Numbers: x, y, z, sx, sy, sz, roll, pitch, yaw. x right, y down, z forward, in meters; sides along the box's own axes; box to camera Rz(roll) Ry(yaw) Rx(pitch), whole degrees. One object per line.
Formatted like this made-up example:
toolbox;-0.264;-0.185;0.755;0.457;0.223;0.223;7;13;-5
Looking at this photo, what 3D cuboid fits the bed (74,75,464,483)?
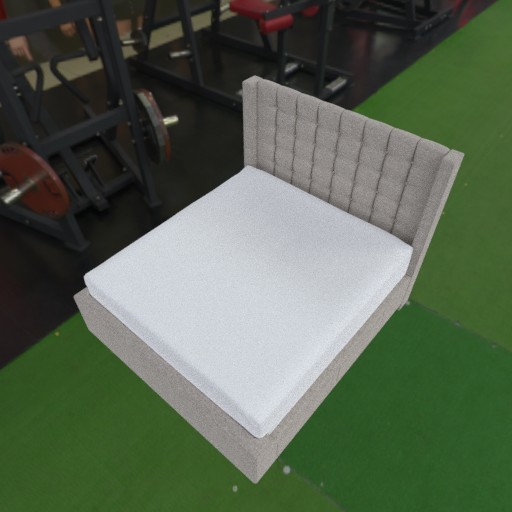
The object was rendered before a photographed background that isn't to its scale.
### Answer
bed;0.000;0.000;3.721;2.044;1.748;2.372;32;54;27
